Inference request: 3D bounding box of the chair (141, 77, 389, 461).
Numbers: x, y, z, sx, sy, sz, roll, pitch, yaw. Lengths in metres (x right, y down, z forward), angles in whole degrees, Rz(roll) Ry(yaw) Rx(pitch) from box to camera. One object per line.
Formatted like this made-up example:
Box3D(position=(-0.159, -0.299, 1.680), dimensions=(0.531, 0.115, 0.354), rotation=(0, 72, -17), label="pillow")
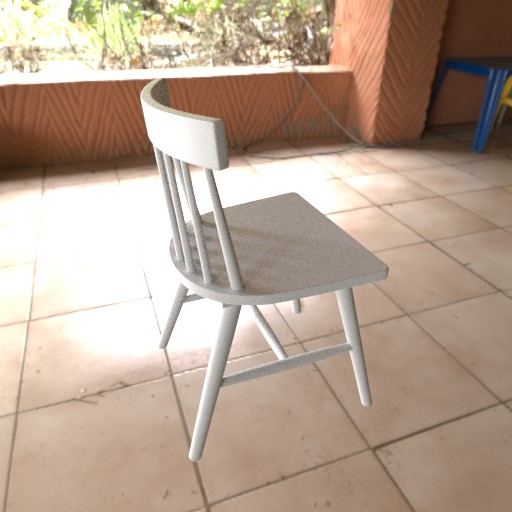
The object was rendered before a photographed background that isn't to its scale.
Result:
Box3D(position=(0.000, 0.000, 1.104), dimensions=(0.500, 0.787, 0.483), rotation=(-11, 32, -18), label="chair")
